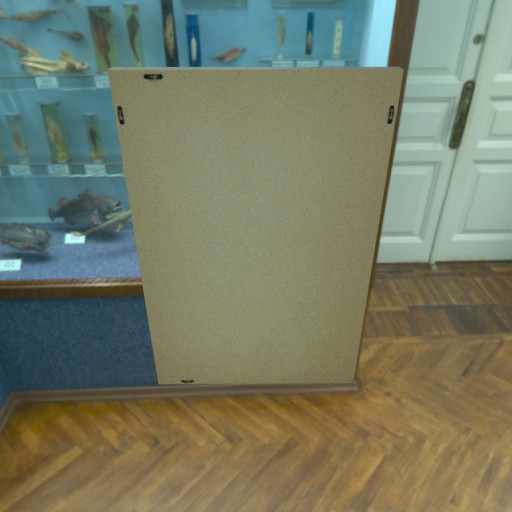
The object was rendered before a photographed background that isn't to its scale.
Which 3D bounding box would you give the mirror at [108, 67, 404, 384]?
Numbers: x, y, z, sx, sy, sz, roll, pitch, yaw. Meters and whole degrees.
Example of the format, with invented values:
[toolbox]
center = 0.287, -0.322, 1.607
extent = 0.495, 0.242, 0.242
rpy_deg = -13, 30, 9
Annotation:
[mirror]
center = 0.000, 0.000, 1.161
extent = 0.609, 0.915, 0.040
rpy_deg = 0, 31, 0
